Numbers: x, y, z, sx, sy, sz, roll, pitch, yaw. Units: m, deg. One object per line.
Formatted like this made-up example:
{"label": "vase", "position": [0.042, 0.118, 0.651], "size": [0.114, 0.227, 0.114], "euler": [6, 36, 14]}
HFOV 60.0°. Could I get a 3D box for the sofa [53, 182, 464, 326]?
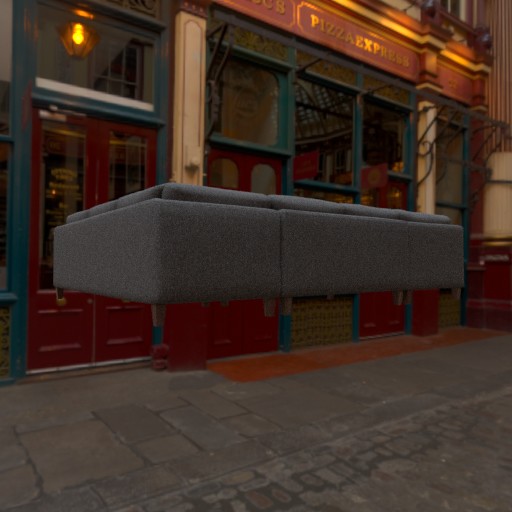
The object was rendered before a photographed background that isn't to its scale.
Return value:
{"label": "sofa", "position": [0.000, 0.000, 4.375], "size": [3.238, 0.853, 2.551], "euler": [1, -1, -36]}
